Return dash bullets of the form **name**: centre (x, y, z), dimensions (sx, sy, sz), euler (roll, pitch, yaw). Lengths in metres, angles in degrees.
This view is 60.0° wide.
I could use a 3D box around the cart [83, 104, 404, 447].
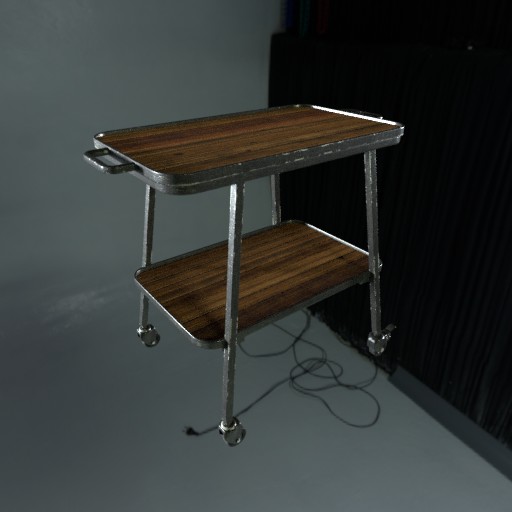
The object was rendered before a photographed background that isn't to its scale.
- **cart**: centre (0.000, 0.000, 1.244), dimensions (0.806, 0.700, 0.515), euler (-20, 34, -32)
